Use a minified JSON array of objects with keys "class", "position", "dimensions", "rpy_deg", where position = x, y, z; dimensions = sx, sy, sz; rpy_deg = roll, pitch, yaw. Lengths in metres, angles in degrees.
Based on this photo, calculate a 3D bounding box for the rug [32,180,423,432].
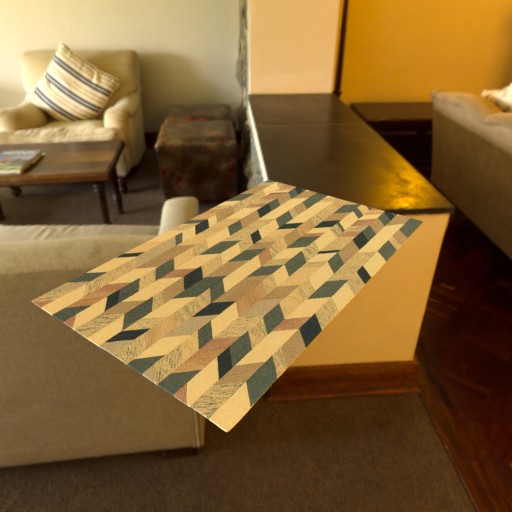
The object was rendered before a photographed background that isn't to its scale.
[{"class":"rug","position":[0.000,0.000,3.066],"dimensions":[1.513,0.008,2.423],"rpy_deg":[21,37,31]}]
